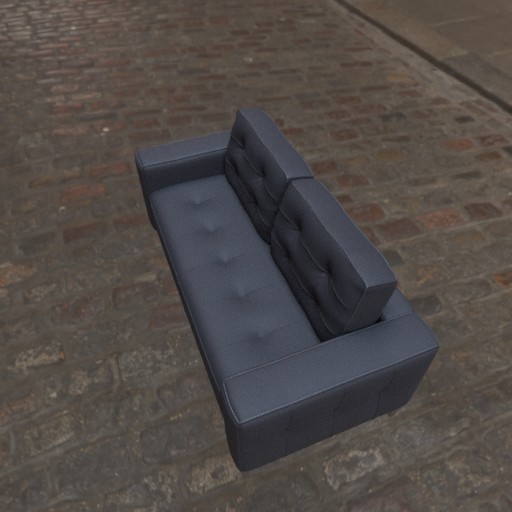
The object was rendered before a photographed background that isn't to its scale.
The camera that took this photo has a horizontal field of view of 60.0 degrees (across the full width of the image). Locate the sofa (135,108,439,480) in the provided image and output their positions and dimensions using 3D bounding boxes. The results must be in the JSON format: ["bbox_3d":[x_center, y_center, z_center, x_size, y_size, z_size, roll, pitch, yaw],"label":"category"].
[{"bbox_3d":[0.000,0.000,2.206,0.833,0.893,1.726,-16,49,-15],"label":"sofa"}]
